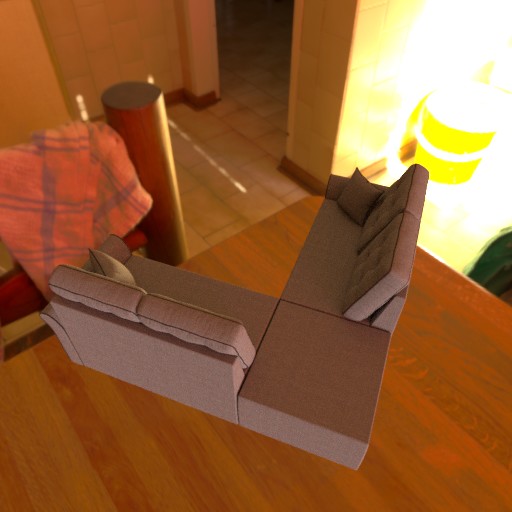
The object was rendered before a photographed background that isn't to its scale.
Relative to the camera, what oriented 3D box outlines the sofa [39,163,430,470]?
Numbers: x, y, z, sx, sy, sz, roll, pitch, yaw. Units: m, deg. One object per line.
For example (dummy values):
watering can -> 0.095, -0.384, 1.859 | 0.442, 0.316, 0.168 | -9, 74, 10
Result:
sofa -> 0.000, 0.000, 3.202 | 2.070, 0.988, 2.068 | 16, 48, 14
